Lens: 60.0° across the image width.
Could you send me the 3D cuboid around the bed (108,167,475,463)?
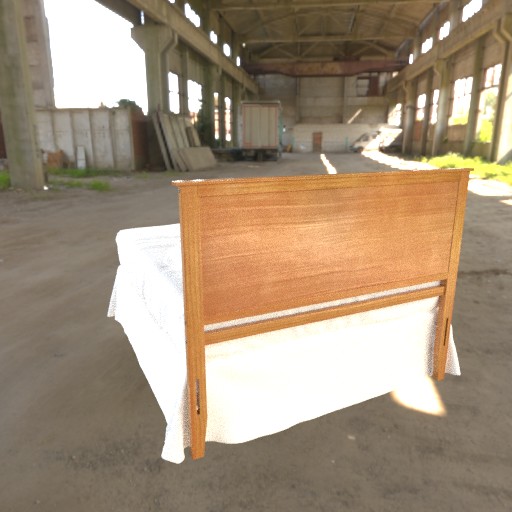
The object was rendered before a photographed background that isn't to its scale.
[{"bbox_3d":[0.000,0.000,3.065,1.870,1.273,2.035,-7,17,-25],"label":"bed"}]
